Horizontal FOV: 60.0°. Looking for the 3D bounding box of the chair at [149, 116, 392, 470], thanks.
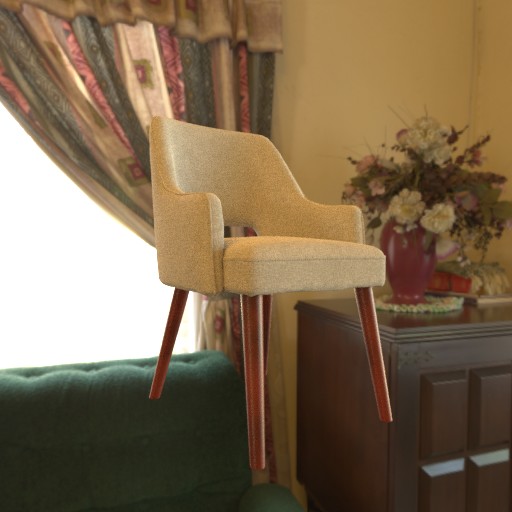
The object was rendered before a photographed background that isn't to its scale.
[{"bbox_3d":[0.000,0.000,1.251,0.548,0.849,0.605,-1,1,-36],"label":"chair"}]
